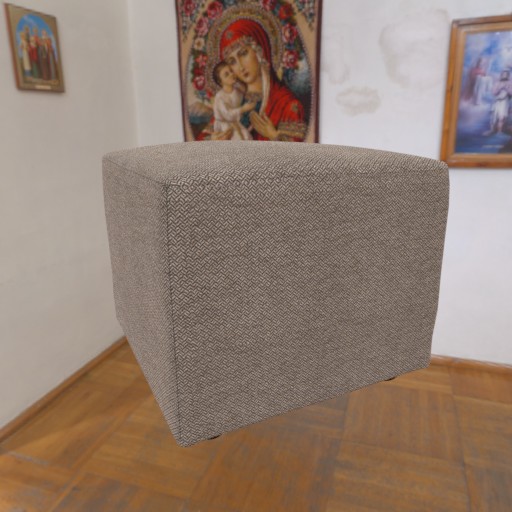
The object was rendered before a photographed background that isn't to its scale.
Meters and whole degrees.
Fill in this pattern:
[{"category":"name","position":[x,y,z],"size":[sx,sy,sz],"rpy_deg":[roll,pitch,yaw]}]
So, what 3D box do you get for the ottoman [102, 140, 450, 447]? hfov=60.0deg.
[{"category":"ottoman","position":[0.000,0.000,0.910],"size":[0.512,0.453,0.519],"rpy_deg":[-8,19,-26]}]
